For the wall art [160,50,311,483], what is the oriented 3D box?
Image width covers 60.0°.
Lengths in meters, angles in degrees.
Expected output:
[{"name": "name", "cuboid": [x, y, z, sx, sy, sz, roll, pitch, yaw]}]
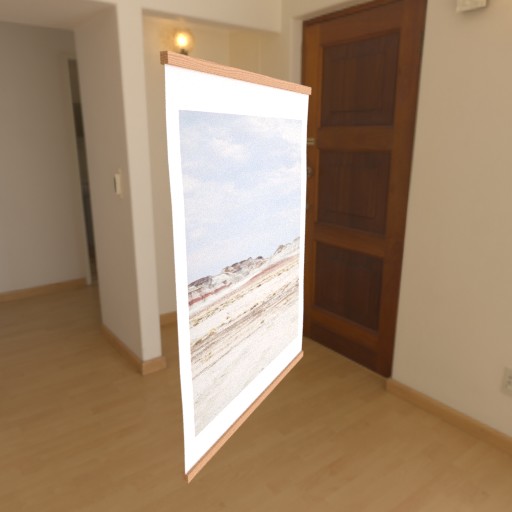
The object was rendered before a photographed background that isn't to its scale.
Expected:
[{"name": "wall art", "cuboid": [0.000, 0.000, 0.792, 0.011, 0.605, 0.458, 8, 17, 27]}]
